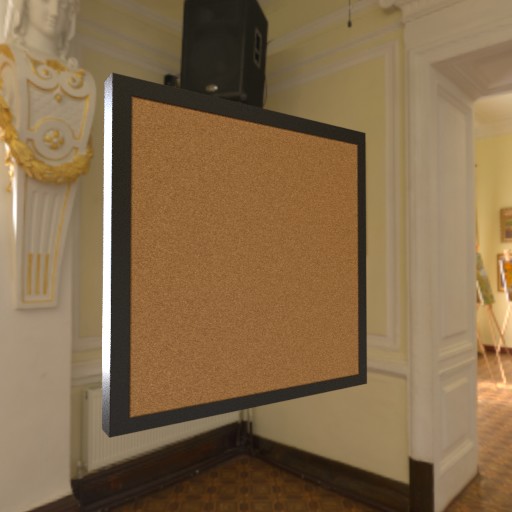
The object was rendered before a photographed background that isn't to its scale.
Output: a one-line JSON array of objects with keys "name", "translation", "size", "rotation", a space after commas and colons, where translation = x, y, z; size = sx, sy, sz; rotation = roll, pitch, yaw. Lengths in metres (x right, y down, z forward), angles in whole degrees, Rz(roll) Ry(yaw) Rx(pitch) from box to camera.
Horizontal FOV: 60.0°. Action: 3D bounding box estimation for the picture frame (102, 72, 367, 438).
[{"name": "picture frame", "translation": [0.000, 0.000, 0.538], "size": [0.355, 0.353, 0.029], "rotation": [1, -2, -34]}]
